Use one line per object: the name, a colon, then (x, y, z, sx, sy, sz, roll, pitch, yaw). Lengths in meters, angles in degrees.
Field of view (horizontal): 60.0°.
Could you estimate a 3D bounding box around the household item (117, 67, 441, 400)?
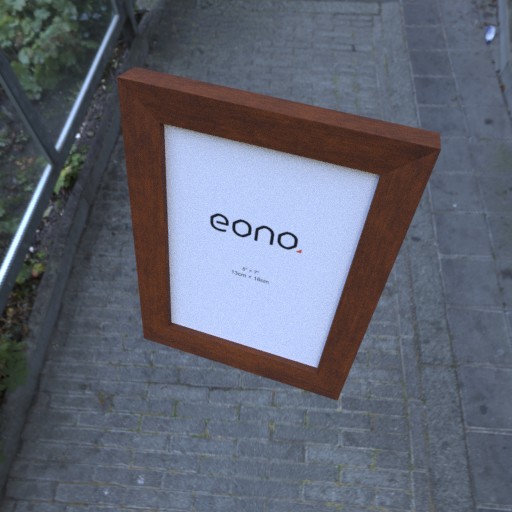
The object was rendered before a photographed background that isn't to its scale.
household item: (0.000, 0.000, 0.287, 0.160, 0.204, 0.096, 16, 61, 9)
